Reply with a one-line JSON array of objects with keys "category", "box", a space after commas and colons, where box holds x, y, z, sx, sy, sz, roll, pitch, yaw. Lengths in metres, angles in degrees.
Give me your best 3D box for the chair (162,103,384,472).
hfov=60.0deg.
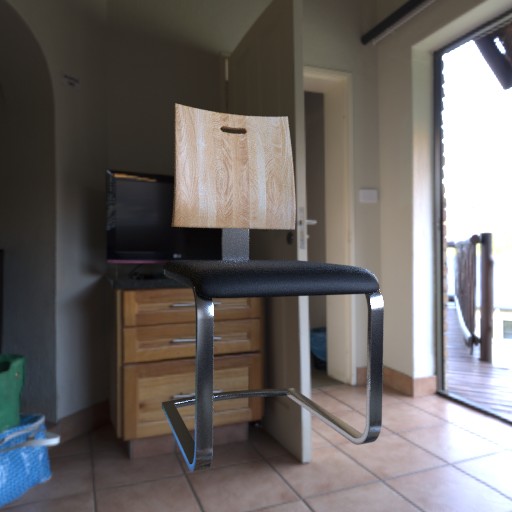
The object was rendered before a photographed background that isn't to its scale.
[{"category": "chair", "box": [0.000, 0.000, 1.224, 0.462, 0.936, 0.560, 0, 0, -20]}]
